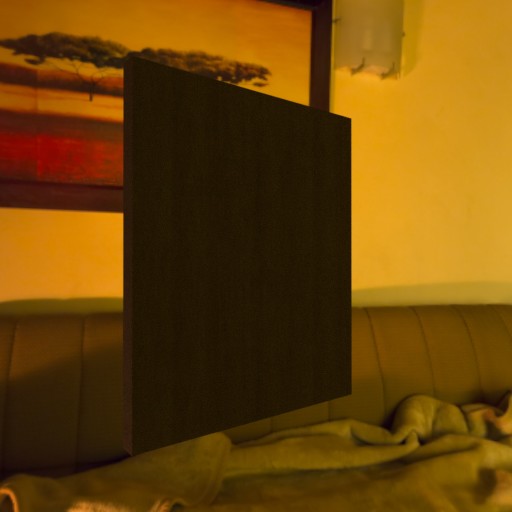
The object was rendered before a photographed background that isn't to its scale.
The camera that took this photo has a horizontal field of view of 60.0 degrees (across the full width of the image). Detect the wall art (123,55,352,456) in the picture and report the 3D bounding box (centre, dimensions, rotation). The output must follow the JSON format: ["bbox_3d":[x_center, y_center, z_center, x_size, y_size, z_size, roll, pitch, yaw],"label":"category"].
[{"bbox_3d":[0.000,0.000,0.762,0.455,0.552,0.034,0,0,-37],"label":"wall art"}]
